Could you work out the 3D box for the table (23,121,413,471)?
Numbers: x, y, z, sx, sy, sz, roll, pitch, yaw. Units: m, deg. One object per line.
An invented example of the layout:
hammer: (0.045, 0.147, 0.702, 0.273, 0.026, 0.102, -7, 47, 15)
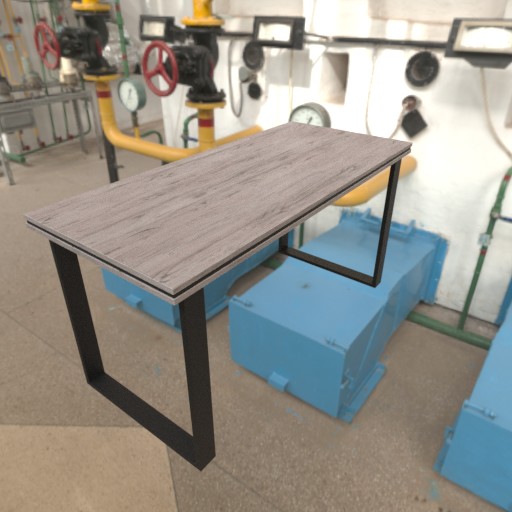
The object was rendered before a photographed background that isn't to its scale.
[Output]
table: (0.000, 0.000, 2.255, 0.795, 0.899, 1.778, 21, 36, 32)
